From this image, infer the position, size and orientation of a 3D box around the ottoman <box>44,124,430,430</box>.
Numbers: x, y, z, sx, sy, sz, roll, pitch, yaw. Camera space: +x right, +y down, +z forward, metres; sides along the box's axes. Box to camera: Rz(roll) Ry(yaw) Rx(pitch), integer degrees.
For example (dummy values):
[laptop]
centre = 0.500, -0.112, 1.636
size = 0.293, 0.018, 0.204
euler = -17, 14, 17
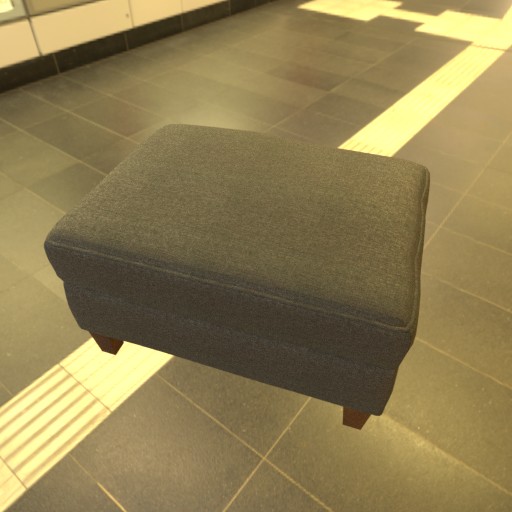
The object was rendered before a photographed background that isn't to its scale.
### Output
[ottoman]
centre = 0.000, 0.000, 1.225
size = 0.826, 0.496, 0.639
euler = 13, 44, 13
